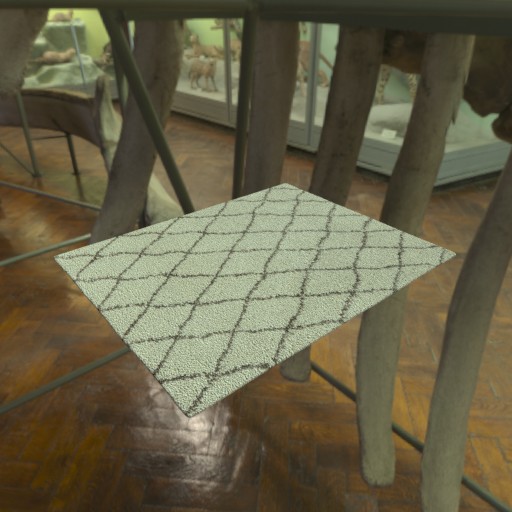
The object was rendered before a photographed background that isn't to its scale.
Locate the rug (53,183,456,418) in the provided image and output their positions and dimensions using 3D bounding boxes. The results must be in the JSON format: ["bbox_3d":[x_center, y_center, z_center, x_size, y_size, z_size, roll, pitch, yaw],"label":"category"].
[{"bbox_3d":[0.000,0.000,4.273,3.047,0.029,2.438,-23,37,-33],"label":"rug"}]
